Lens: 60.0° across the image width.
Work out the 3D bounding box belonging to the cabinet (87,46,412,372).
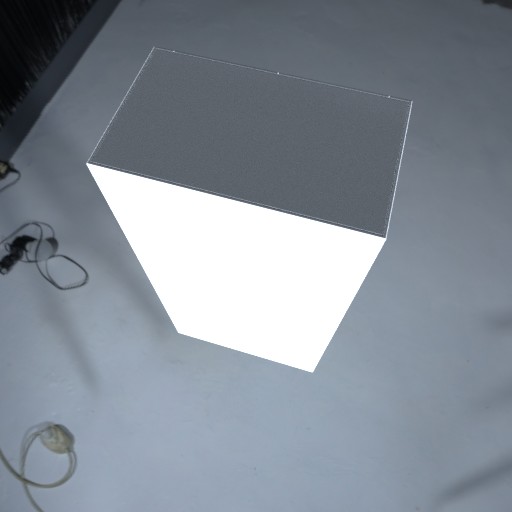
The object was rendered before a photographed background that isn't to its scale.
[{"bbox_3d":[0.000,0.000,2.364,0.980,1.920,0.580,15,65,7],"label":"cabinet"}]
